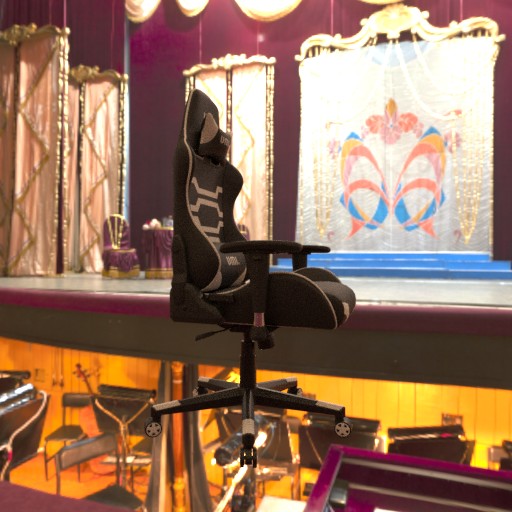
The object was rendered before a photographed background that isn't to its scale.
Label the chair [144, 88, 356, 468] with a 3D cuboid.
[{"bbox_3d":[0.000,0.000,1.628,0.700,1.240,0.700,0,0,17],"label":"chair"}]
